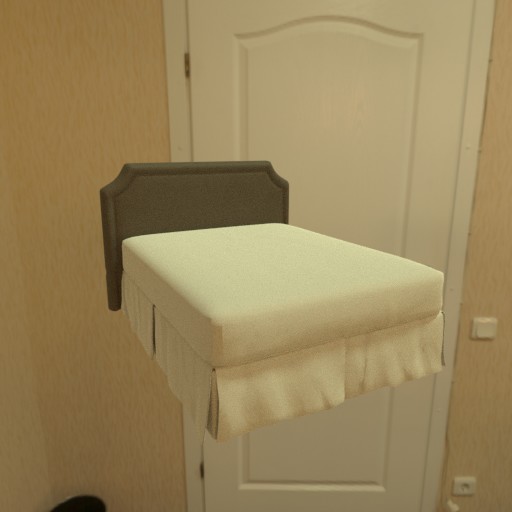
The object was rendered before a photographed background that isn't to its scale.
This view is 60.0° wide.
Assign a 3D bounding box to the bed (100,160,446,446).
[{"bbox_3d":[0.000,0.000,3.276,1.831,1.297,2.181,-7,16,-27],"label":"bed"}]
